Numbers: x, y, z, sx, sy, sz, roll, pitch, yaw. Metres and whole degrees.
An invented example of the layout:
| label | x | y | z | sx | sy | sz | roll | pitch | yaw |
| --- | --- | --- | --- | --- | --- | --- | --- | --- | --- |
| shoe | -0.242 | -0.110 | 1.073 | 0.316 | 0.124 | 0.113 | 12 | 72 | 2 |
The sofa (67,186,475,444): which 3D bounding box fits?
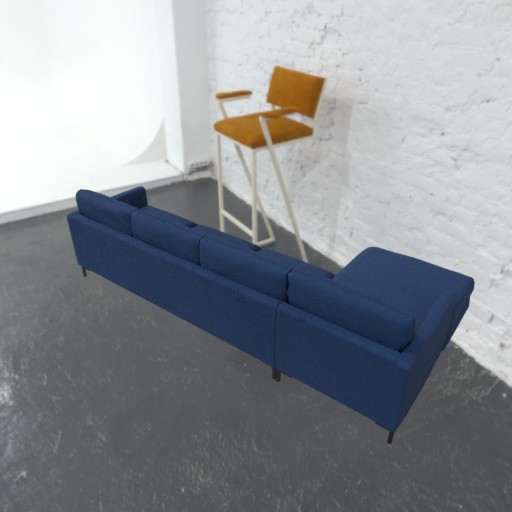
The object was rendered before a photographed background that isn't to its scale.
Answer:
| label | x | y | z | sx | sy | sz | roll | pitch | yaw |
| --- | --- | --- | --- | --- | --- | --- | --- | --- | --- |
| sofa | 0.000 | 0.000 | 2.870 | 2.450 | 0.679 | 1.128 | 21 | 37 | 31 |
